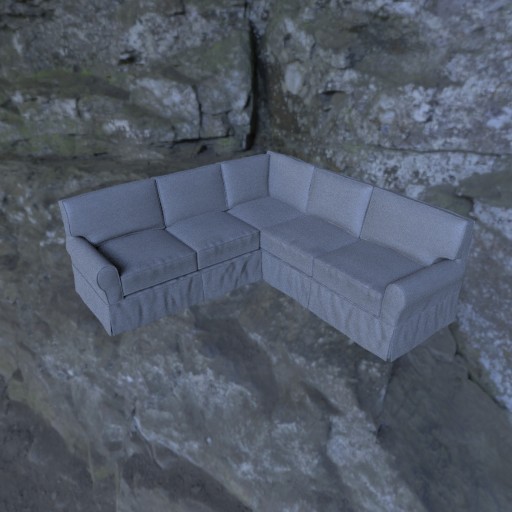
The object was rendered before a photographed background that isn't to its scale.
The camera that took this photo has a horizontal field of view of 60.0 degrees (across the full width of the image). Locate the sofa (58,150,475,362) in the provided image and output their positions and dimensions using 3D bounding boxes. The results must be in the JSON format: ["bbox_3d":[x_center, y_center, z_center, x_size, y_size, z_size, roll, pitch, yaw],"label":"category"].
[{"bbox_3d":[0.000,0.000,3.976,2.618,1.081,2.623,-20,34,-32],"label":"sofa"}]
